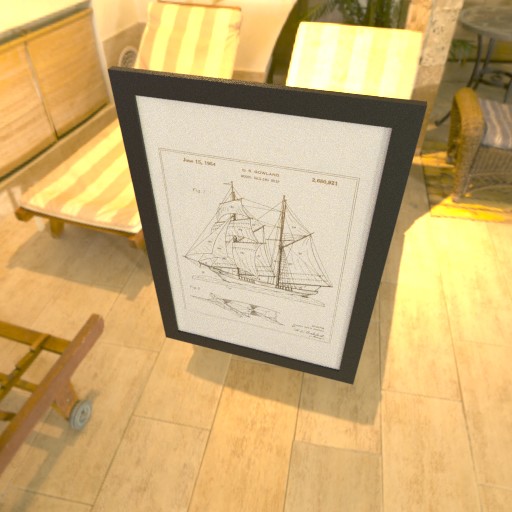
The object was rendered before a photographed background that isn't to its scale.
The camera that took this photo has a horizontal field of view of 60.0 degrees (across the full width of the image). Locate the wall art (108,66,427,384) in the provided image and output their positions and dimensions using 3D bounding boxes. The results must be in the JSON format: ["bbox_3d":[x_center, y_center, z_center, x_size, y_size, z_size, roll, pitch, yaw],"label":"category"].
[{"bbox_3d":[0.000,0.000,0.690,0.381,0.534,0.013,11,43,12],"label":"wall art"}]
